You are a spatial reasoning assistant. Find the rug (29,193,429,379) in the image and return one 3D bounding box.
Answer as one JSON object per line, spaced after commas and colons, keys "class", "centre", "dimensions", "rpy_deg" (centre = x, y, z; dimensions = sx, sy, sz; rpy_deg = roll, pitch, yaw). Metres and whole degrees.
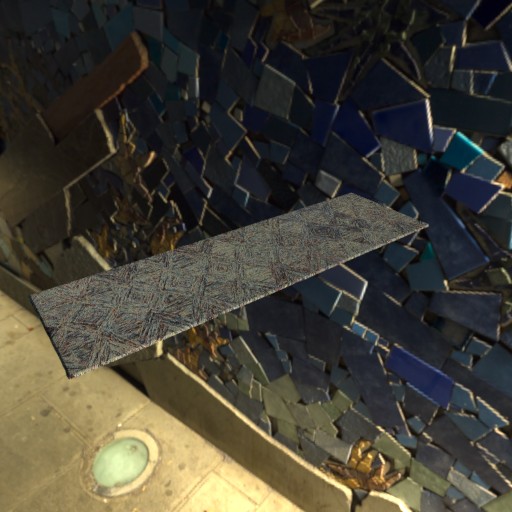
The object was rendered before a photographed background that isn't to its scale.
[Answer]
{"class": "rug", "centre": [0.000, 0.000, 2.534], "dimensions": [2.292, 0.015, 0.688], "rpy_deg": [-20, 36, -31]}
